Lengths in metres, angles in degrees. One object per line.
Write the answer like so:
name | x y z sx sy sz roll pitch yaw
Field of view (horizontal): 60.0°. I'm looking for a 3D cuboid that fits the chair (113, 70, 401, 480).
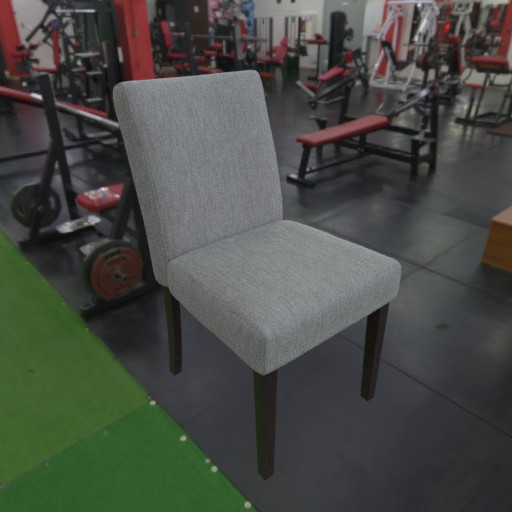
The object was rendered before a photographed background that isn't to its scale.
chair | 0.000 0.000 1.224 0.487 0.884 0.629 -22 35 -34
